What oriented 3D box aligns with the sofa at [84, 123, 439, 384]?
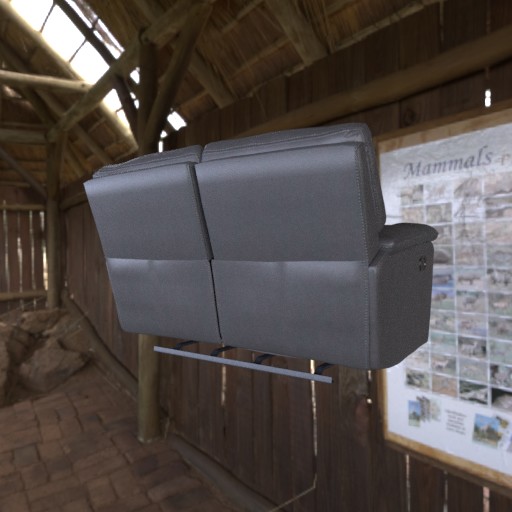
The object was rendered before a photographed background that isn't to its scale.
[{"bbox_3d":[0.000,0.000,2.492,1.765,1.111,1.104,0,1,35],"label":"sofa"}]
